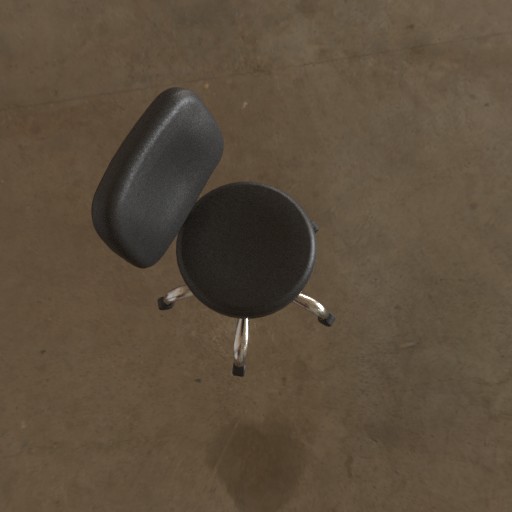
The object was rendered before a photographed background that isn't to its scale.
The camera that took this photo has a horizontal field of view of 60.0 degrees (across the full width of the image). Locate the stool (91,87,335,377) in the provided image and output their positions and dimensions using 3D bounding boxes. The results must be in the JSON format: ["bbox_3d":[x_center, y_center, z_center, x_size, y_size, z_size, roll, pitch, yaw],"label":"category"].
[{"bbox_3d":[0.000,0.000,1.312,0.648,0.862,0.673,25,75,7],"label":"stool"}]
